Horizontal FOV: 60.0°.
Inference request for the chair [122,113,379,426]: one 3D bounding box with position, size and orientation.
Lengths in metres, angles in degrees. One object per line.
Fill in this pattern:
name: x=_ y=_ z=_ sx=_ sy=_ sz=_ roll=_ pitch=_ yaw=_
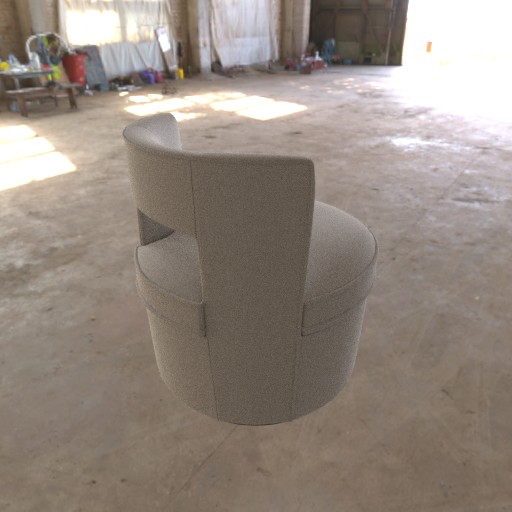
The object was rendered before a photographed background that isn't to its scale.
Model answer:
chair: x=0.000 y=0.000 z=1.239 sx=0.665 sy=0.723 sz=0.650 roll=-19 pitch=33 yaw=-31
